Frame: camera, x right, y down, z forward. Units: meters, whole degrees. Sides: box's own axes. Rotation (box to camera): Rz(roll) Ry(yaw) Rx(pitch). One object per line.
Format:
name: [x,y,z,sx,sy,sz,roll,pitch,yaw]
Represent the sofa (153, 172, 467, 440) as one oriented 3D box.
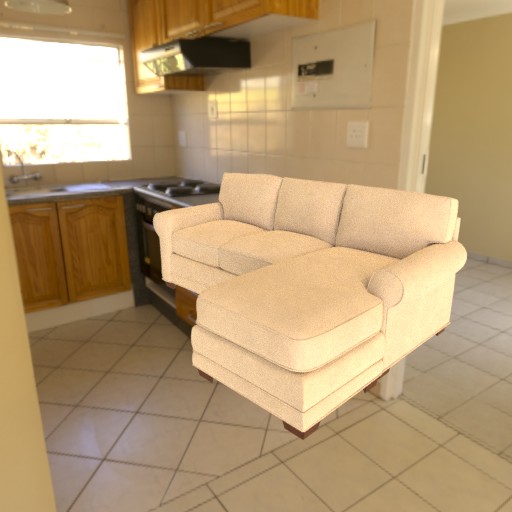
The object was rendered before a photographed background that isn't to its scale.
sofa: [0.000,0.000,2.365,1.226,0.734,1.770,-16,23,-42]
